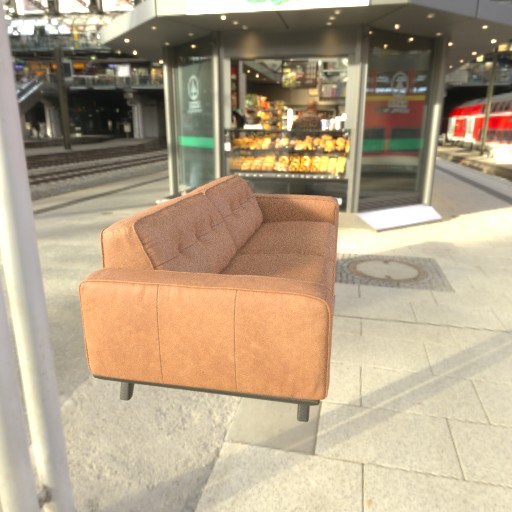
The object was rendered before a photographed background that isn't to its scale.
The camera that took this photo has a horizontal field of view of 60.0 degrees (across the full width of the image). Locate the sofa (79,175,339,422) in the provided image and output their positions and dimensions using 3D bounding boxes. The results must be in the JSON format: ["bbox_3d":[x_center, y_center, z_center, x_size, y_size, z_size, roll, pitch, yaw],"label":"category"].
[{"bbox_3d":[0.000,0.000,2.665,0.953,0.780,2.270,3,17,10],"label":"sofa"}]
